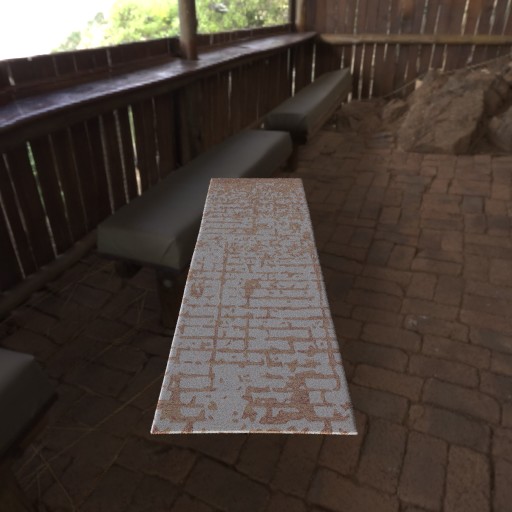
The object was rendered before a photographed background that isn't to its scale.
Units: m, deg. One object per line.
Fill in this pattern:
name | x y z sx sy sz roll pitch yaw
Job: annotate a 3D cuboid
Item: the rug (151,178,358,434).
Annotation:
rug | 0.000 0.000 2.633 0.750 0.011 2.435 0 32 0
